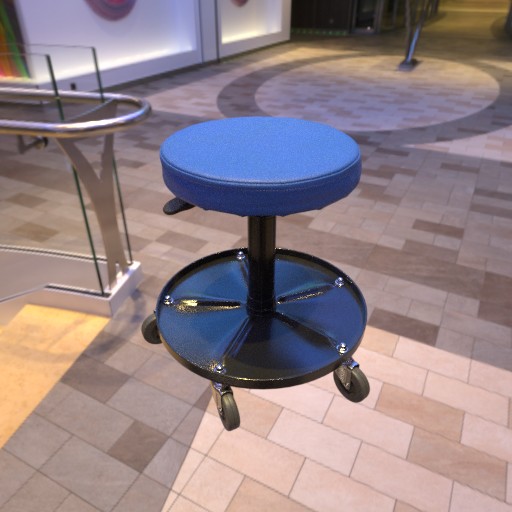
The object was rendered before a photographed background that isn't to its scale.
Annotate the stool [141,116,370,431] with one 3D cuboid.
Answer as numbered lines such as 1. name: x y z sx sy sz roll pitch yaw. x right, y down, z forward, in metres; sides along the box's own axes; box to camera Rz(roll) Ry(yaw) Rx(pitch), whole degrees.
1. stool: 0.000 0.000 0.696 0.382 0.365 0.381 -10 34 -16
